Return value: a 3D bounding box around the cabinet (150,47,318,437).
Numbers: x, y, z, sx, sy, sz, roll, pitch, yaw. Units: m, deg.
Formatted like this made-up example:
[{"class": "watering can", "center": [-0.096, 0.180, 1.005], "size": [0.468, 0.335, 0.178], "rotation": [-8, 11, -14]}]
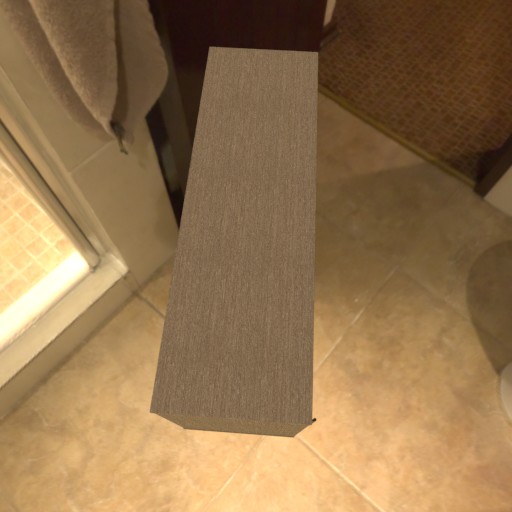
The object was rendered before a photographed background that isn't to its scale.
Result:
[{"class": "cabinet", "center": [0.000, 0.000, 1.619], "size": [0.405, 0.787, 1.194], "rotation": [4, 65, 2]}]
